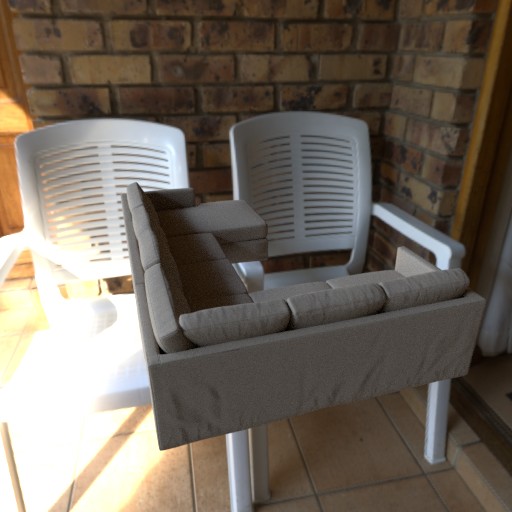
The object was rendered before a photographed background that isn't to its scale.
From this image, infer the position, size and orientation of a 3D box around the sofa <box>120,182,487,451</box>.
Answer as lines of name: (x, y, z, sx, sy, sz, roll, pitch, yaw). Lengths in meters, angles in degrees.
sofa: (0.000, 0.000, 4.454, 2.427, 0.882, 3.460, -8, 27, -16)
